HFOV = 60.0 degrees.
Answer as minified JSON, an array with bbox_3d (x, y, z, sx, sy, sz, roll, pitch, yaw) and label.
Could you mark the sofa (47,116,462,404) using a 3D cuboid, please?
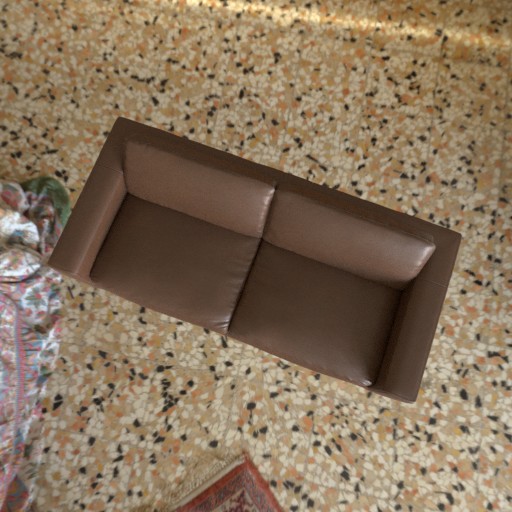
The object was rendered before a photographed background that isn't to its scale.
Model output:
[{"bbox_3d":[0.000,0.000,2.776,2.262,0.801,1.070,20,78,4],"label":"sofa"}]
